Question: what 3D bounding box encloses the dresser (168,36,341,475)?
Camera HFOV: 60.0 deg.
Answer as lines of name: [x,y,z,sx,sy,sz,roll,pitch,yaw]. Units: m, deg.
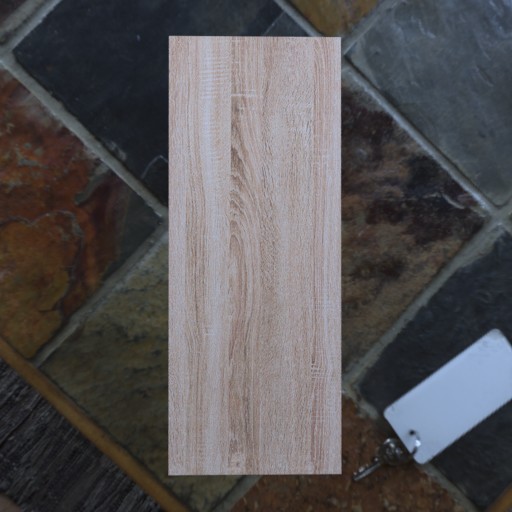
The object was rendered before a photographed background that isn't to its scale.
dresser: [0.000,0.000,1.562,0.450,0.900,1.100,0,90,-1]
